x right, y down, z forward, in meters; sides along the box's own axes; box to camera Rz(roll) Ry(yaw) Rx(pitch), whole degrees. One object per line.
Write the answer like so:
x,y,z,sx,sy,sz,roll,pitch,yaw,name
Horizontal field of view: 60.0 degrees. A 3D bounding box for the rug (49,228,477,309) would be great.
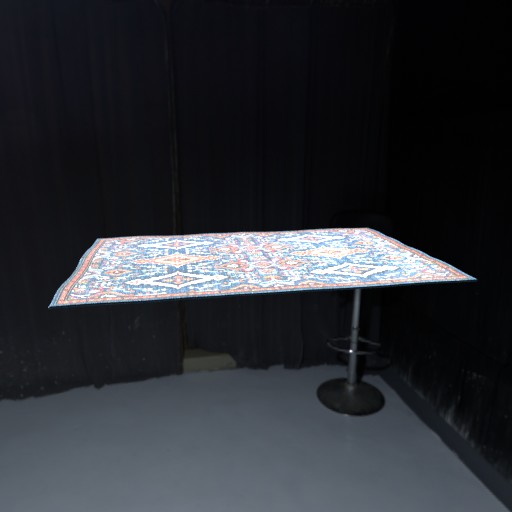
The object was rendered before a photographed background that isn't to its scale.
0.000,0.000,2.412,1.847,0.014,1.195,-3,15,-10,rug
